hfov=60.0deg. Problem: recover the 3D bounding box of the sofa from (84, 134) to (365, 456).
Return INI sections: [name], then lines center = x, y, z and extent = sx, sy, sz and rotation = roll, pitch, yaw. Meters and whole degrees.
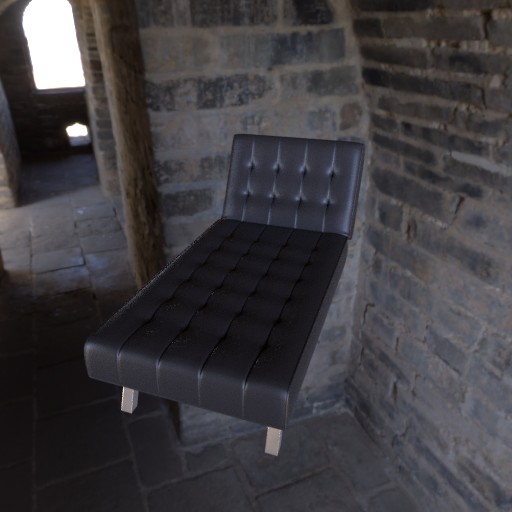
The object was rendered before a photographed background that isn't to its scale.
[sofa]
center = 0.000, 0.000, 2.056
extent = 0.760, 0.820, 1.560
rotation = 9, 28, 17
